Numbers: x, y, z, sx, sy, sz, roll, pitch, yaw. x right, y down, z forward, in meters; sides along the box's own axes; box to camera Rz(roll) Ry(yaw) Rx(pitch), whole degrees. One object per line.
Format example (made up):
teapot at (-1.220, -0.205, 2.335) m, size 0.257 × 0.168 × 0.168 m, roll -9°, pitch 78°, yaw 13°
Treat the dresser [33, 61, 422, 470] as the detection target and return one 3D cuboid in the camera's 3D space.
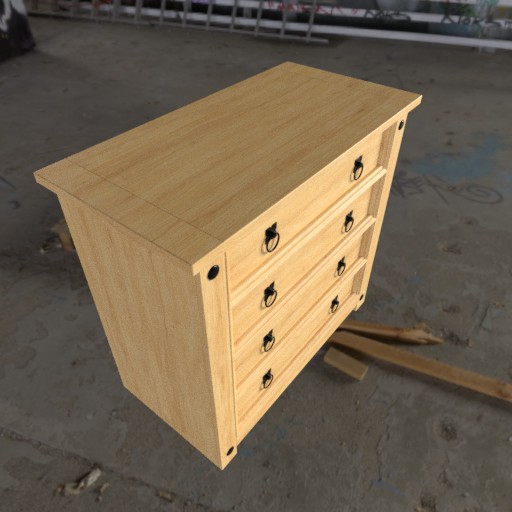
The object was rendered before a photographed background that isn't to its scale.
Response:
dresser at (0.000, 0.000, 1.193) m, size 0.410 × 0.730 × 0.800 m, roll 28°, pitch 48°, yaw 28°
